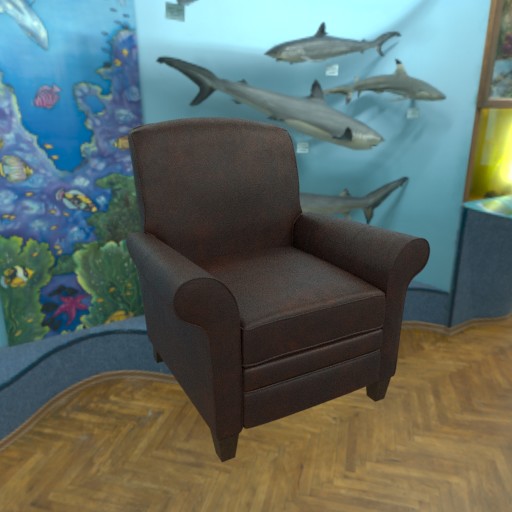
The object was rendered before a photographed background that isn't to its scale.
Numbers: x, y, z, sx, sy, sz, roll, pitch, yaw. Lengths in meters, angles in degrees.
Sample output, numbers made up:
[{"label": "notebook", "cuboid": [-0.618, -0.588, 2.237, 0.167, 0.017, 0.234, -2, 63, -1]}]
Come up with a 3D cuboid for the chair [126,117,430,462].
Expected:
[{"label": "chair", "cuboid": [0.000, 0.000, 1.772, 0.978, 1.061, 0.902, -9, 20, -28]}]
